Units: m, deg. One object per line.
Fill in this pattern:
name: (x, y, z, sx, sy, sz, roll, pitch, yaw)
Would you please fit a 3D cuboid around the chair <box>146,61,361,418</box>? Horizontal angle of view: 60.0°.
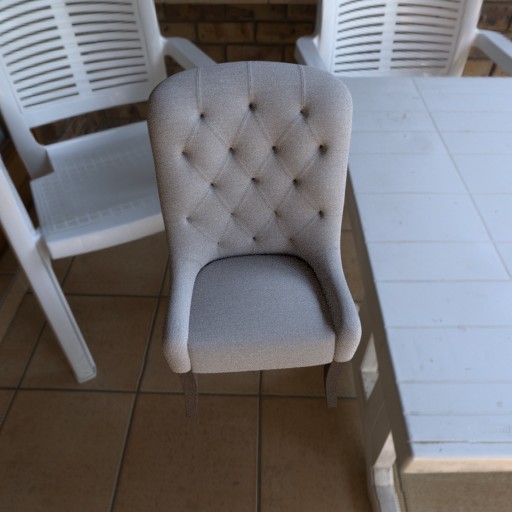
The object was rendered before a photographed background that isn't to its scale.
chair: (0.000, 0.000, 1.521, 0.634, 1.091, 0.629, -3, 46, -3)
